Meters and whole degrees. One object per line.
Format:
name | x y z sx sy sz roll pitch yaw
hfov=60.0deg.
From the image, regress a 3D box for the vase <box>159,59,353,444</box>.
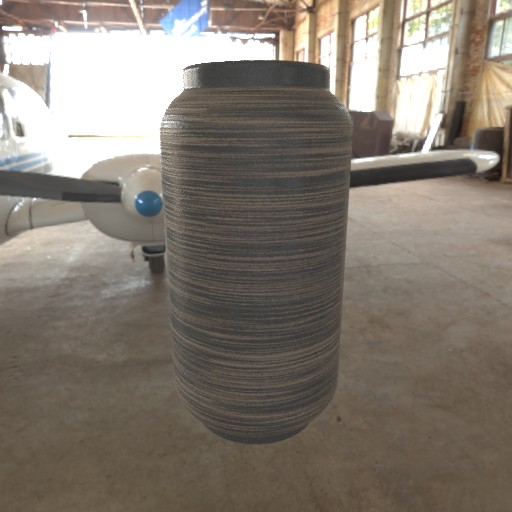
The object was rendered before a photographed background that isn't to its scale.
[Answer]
vase | 0.000 0.000 0.294 0.116 0.230 0.116 0 17 0
